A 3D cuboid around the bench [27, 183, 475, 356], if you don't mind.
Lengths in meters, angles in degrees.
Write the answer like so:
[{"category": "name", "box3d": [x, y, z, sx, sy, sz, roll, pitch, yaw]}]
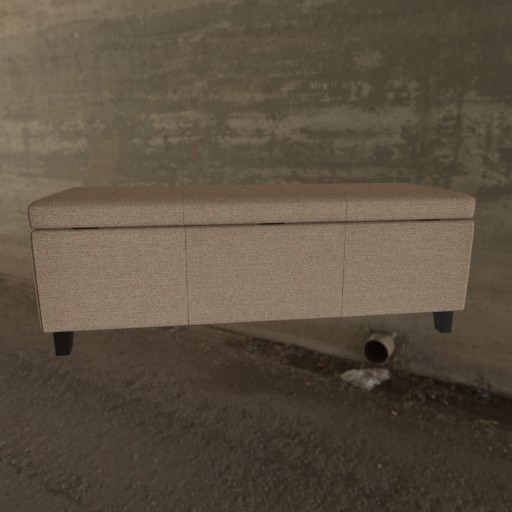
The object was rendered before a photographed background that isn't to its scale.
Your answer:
[{"category": "bench", "box3d": [0.000, 0.000, 1.461, 1.269, 0.438, 0.446, -2, 14, -8]}]
